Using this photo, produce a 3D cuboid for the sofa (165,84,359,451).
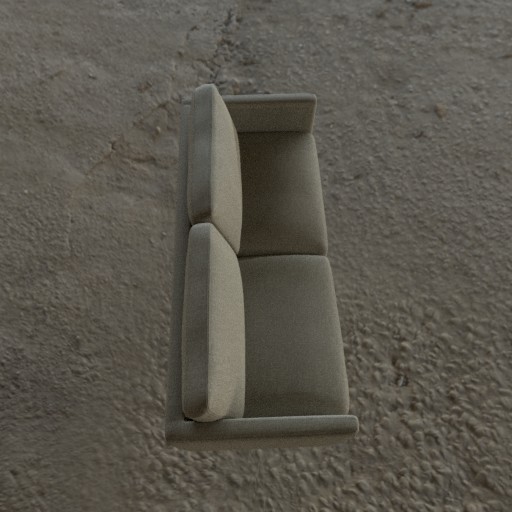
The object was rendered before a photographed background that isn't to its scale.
[{"bbox_3d":[0.000,0.000,2.793,0.956,0.960,2.208,-2,64,-1],"label":"sofa"}]
